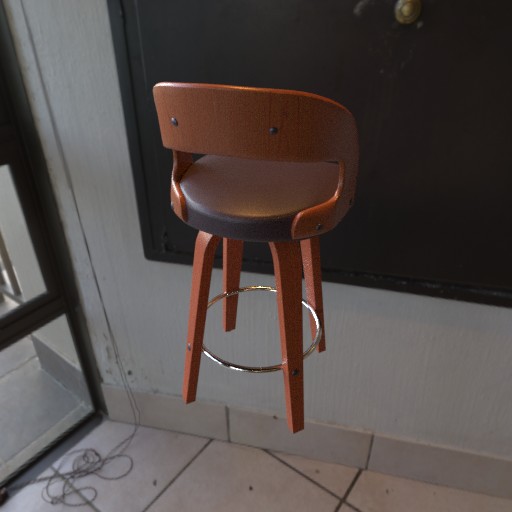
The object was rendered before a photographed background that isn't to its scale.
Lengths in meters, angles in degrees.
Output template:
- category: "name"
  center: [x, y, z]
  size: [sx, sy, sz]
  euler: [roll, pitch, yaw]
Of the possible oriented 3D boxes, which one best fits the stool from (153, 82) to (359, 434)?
- category: "stool"
  center: [0.000, 0.000, 1.176]
  size: [0.457, 0.940, 0.457]
  euler: [10, 33, 15]
